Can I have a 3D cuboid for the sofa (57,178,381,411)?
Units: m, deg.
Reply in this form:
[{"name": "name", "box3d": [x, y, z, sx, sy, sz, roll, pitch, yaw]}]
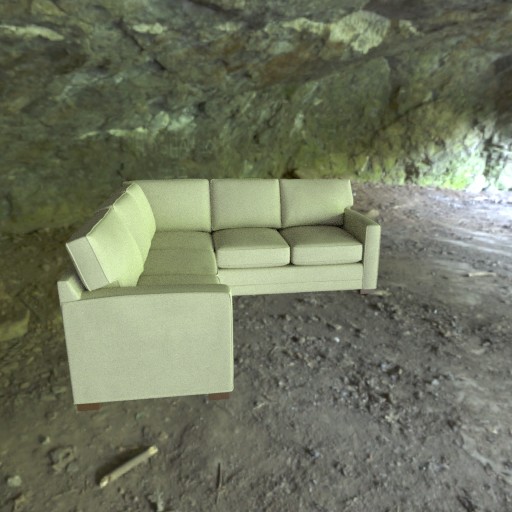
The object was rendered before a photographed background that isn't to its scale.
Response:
[{"name": "sofa", "box3d": [0.000, 0.000, 3.297, 2.189, 0.939, 2.182, -2, 17, -8]}]
